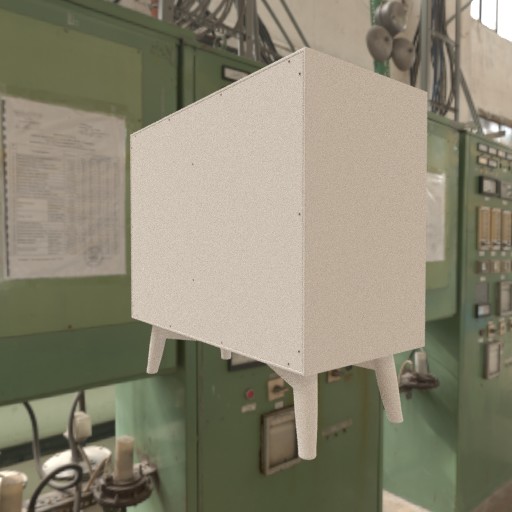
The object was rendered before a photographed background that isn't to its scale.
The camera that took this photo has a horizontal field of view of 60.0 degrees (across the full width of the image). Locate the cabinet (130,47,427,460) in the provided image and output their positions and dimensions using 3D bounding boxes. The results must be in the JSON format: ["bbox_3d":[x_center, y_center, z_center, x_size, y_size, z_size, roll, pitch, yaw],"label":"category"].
[{"bbox_3d":[0.000,0.000,1.226,0.398,0.761,0.800,-1,2,-38],"label":"cabinet"}]
